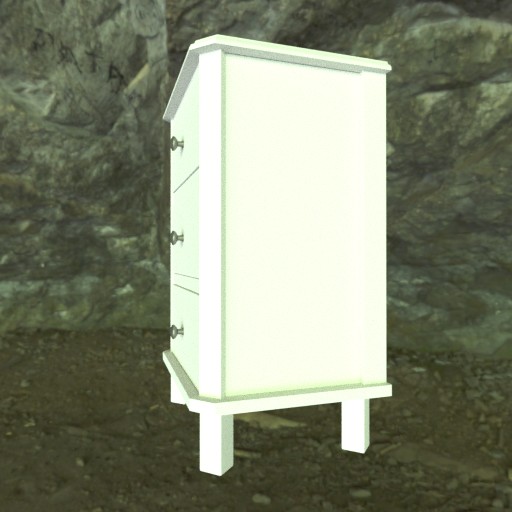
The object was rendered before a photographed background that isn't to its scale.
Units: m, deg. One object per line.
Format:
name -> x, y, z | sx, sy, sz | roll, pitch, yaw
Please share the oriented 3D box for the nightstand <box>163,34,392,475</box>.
nightstand -> 0.000, 0.000, 0.917 | 0.351, 0.681, 0.435 | 0, 0, -18
